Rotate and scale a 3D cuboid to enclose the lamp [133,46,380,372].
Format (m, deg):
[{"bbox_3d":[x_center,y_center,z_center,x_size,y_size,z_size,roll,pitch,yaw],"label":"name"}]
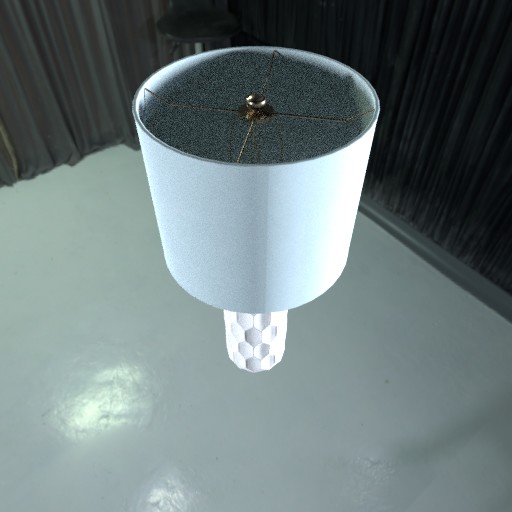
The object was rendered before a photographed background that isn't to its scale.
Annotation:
[{"bbox_3d":[0.000,0.000,0.699,0.277,0.534,0.277,-32,55,-27],"label":"lamp"}]
